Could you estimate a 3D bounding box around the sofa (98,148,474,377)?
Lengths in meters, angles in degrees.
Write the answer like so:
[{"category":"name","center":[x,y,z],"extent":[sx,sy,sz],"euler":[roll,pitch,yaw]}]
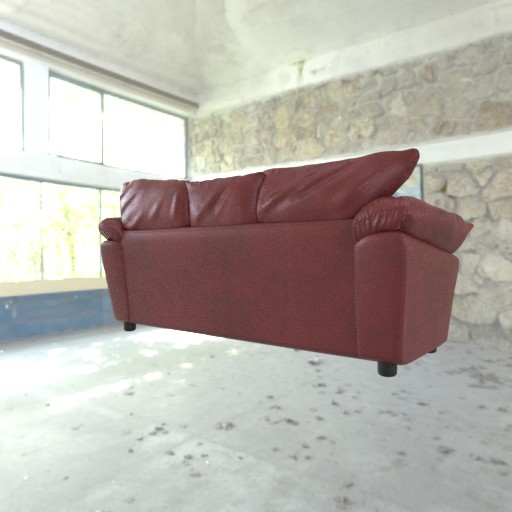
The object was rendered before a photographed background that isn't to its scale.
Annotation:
[{"category":"sofa","center":[0.000,0.000,2.846],"extent":[2.390,1.091,0.907],"euler":[0,0,38]}]
